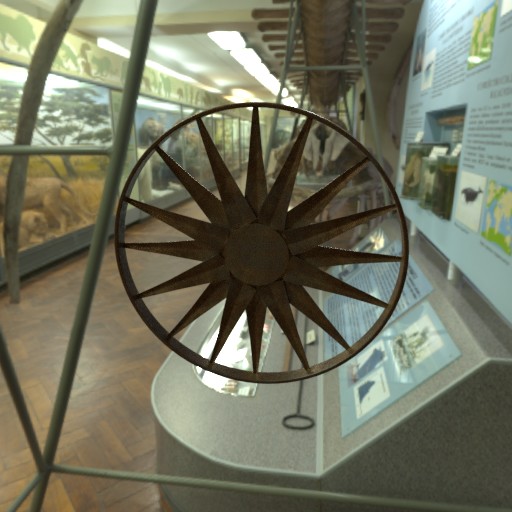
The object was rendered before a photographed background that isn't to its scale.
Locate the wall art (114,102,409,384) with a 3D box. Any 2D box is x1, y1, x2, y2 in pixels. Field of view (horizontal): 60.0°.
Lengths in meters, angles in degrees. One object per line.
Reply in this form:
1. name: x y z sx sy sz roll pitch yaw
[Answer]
1. wall art: 0.000 0.000 0.887 0.582 0.583 0.084 2 15 8
